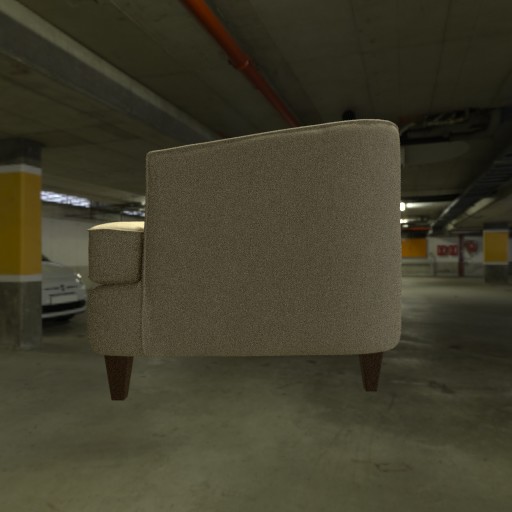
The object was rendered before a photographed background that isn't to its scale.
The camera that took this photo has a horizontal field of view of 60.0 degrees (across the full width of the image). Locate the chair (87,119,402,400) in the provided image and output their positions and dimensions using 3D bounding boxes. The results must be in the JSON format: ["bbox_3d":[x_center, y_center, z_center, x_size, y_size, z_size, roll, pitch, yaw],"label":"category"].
[{"bbox_3d":[0.000,0.000,1.700,0.914,0.787,1.118,0,0,0],"label":"chair"}]
